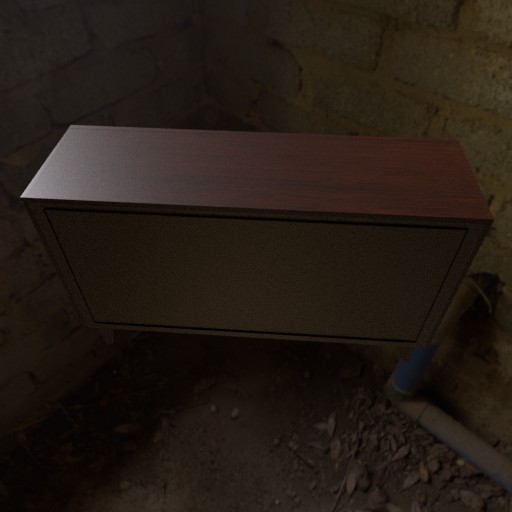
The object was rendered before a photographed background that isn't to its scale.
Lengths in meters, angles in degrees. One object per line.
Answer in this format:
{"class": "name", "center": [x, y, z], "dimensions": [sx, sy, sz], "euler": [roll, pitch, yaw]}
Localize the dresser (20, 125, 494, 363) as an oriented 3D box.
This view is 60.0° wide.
{"class": "dresser", "center": [0.000, 0.000, 2.019], "dimensions": [1.609, 0.971, 0.499], "euler": [3, 46, 3]}
